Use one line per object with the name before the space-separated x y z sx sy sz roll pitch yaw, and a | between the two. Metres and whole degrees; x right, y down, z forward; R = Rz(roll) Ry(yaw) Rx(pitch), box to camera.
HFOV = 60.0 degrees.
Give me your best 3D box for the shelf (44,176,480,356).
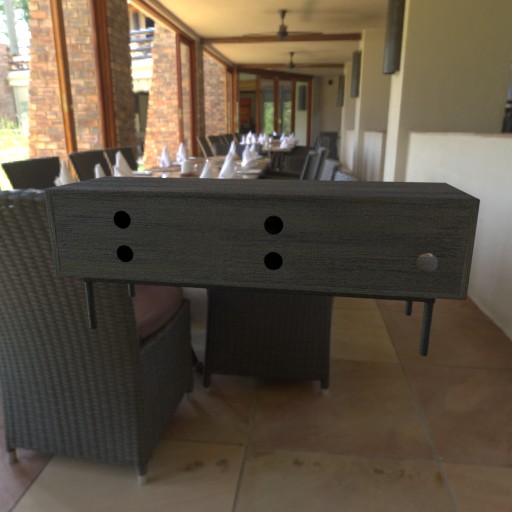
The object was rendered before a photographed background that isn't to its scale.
shelf | 0.000 0.000 1.560 1.300 0.495 0.400 3 16 10
